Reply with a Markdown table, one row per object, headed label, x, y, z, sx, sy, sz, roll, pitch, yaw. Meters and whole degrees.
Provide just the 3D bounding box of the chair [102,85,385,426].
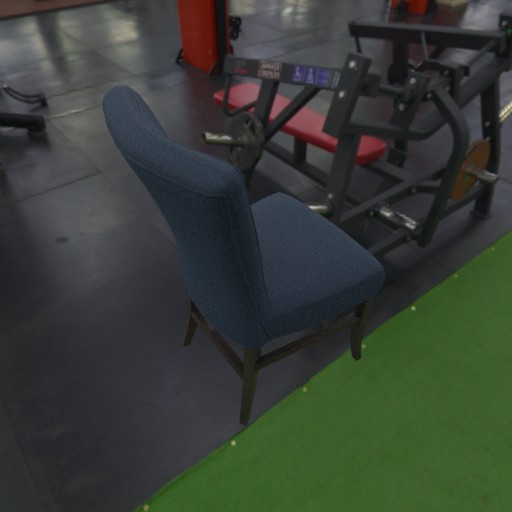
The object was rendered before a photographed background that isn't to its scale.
| label | x | y | z | sx | sy | sz | roll | pitch | yaw |
| --- | --- | --- | --- | --- | --- | --- | --- | --- | --- |
| chair | 0.000 | 0.000 | 1.337 | 0.660 | 0.991 | 0.520 | -26 | 48 | -26 |
